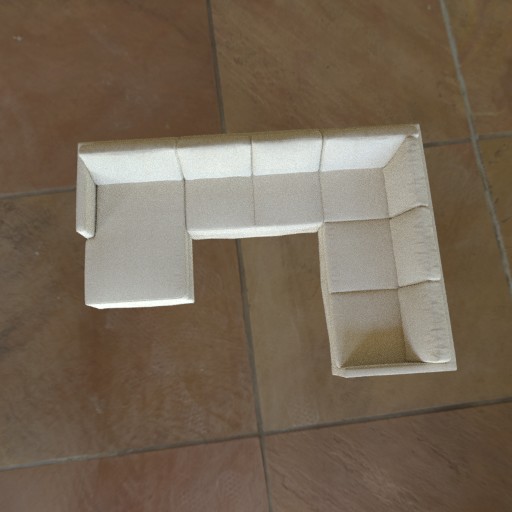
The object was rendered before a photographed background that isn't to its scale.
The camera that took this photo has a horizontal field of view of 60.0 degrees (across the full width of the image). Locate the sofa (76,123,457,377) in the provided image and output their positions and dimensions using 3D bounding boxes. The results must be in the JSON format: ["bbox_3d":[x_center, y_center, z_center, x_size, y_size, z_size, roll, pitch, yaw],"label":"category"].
[{"bbox_3d":[0.000,0.000,4.422,3.464,0.882,2.448,-4,78,-1],"label":"sofa"}]
